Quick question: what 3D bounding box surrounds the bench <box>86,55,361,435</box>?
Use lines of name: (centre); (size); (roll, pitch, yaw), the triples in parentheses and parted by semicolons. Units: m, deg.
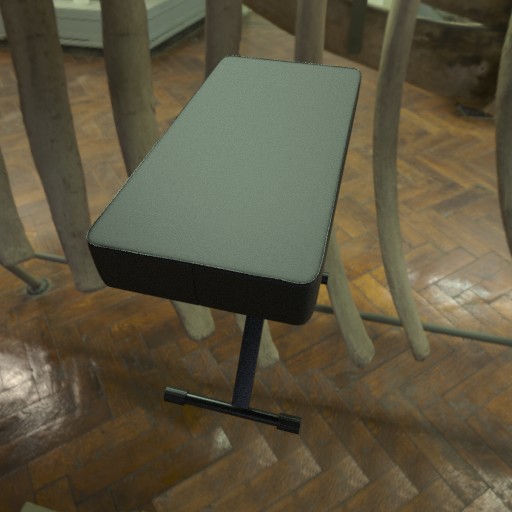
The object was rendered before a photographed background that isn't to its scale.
bench: (0.000, 0.000, 0.914); (0.300, 0.561, 0.600); (10, 46, 10)
